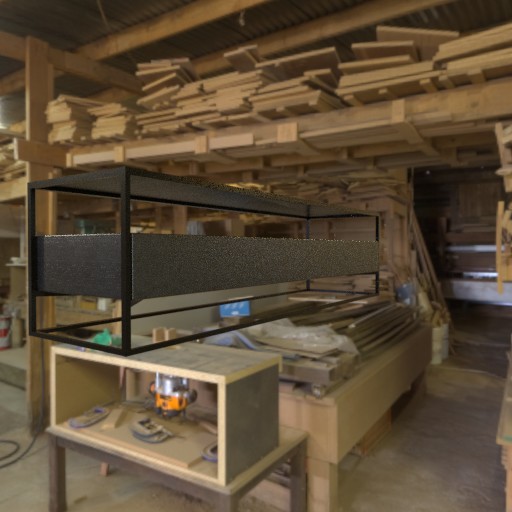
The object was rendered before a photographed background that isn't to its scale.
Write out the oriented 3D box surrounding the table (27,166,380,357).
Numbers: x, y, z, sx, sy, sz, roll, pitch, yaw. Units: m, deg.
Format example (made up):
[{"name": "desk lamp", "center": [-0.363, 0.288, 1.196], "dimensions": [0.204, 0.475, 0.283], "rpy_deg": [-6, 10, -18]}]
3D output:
[{"name": "table", "center": [0.000, 0.000, 1.638], "dimensions": [0.399, 0.395, 1.486], "rpy_deg": [1, 1, 35]}]
